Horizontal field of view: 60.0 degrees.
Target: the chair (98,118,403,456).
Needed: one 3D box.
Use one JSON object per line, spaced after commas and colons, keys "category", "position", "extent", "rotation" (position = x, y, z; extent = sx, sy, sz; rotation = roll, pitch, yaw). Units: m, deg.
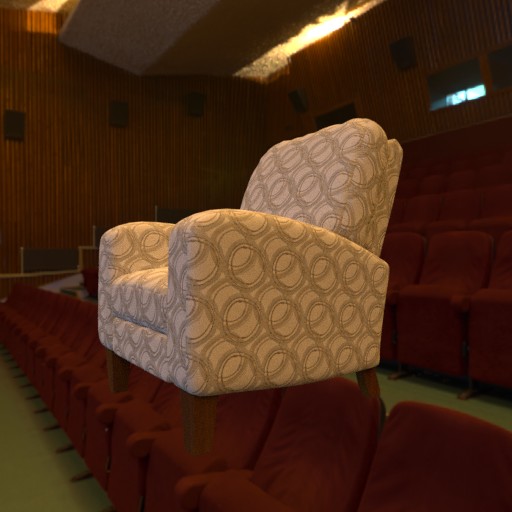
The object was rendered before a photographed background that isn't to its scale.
{"category": "chair", "position": [0.000, 0.000, 1.732], "extent": [0.995, 1.065, 0.796], "rotation": [0, 0, -36]}
